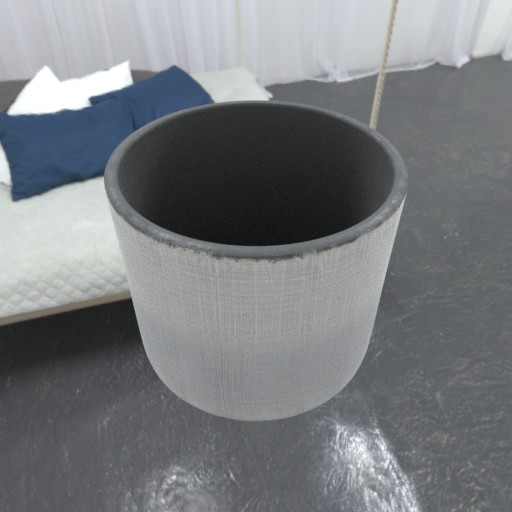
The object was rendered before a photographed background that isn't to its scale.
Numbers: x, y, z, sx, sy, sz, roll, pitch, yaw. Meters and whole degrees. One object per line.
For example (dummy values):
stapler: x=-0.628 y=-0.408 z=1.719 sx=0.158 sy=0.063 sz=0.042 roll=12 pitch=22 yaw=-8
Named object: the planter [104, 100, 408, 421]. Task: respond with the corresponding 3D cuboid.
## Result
planter: x=0.000 y=0.000 z=0.445 sx=0.254 sy=0.221 sz=0.254 roll=0 pitch=41 yaw=0
